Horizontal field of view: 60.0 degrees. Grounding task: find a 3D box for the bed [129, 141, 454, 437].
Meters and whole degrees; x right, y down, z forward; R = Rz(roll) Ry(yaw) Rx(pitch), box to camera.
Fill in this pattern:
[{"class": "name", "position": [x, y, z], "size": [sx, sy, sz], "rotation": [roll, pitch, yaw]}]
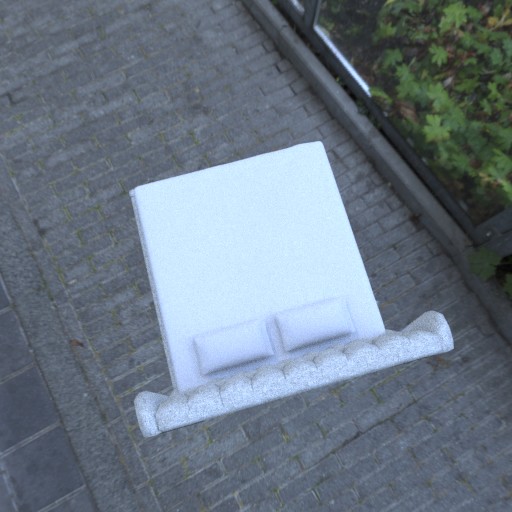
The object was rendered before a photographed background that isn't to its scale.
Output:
[{"class": "bed", "position": [0.000, 0.000, 3.998], "size": [2.219, 1.771, 2.347], "rotation": [-15, 77, -3]}]
